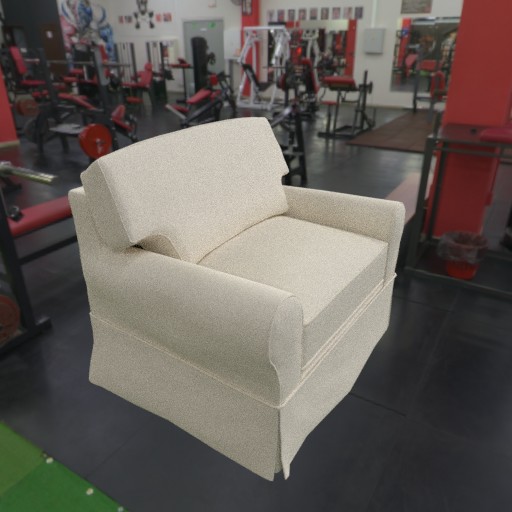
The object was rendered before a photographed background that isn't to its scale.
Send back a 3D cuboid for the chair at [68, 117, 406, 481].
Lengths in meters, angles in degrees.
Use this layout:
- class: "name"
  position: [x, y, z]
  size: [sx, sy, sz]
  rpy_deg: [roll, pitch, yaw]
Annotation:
- class: "chair"
  position: [0.000, 0.000, 1.767]
  size: [0.904, 0.958, 1.099]
  rpy_deg: [17, 31, 31]
